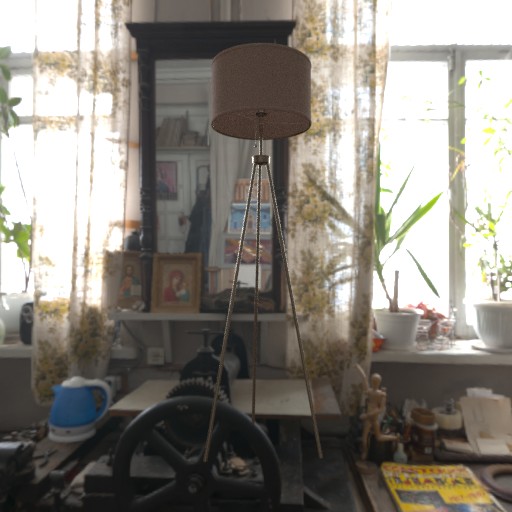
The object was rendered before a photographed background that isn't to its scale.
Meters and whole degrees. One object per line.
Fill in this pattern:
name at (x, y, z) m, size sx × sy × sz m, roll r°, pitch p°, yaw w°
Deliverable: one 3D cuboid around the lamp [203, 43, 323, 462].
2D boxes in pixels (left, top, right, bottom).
lamp at (0.000, 0.000, 1.789) m, size 0.460 × 1.545 × 0.449 m, roll 0°, pitch -1°, yaw -36°
